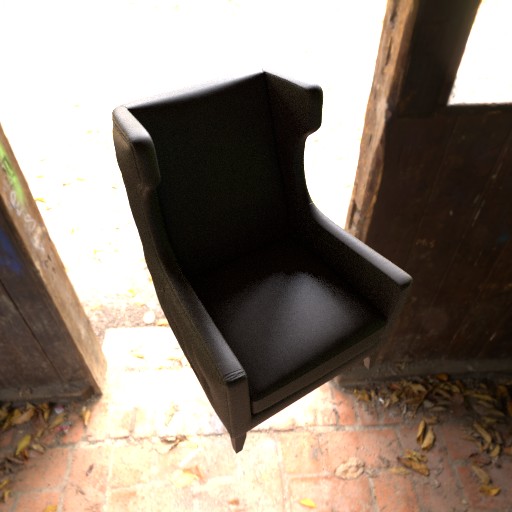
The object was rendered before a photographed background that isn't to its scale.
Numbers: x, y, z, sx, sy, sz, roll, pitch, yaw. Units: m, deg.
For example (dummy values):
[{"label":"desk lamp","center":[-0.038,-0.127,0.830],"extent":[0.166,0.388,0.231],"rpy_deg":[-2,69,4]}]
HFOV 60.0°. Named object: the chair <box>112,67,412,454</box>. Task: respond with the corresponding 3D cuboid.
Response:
[{"label":"chair","center":[0.000,0.000,1.681],"extent":[0.769,1.079,0.899],"rpy_deg":[-24,50,-22]}]
